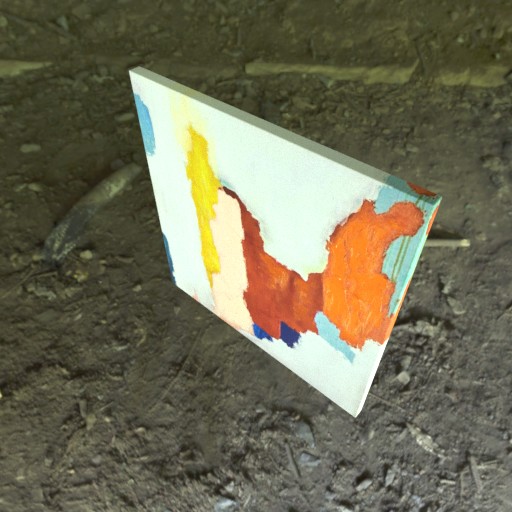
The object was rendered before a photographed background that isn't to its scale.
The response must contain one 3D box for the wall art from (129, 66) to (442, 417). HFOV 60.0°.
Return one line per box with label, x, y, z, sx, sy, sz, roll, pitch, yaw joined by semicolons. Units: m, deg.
wall art;0.000;0.000;1.530;1.017;1.017;0.044;32;54;27
